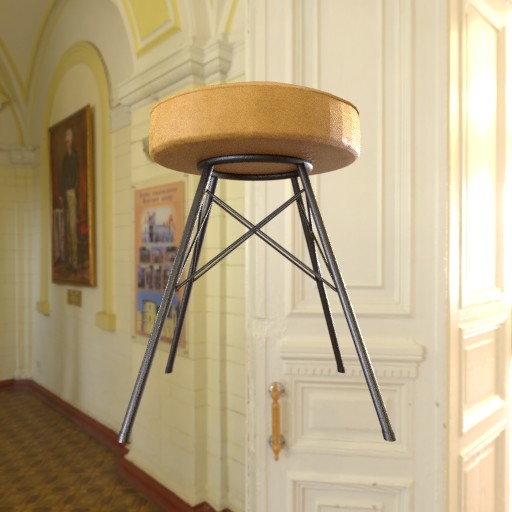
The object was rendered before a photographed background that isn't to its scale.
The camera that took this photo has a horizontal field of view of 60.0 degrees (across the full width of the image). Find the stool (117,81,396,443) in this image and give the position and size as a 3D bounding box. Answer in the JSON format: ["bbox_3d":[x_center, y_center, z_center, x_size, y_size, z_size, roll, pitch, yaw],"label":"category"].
[{"bbox_3d":[0.000,0.000,0.921,0.472,0.595,0.438,0,1,2],"label":"stool"}]
